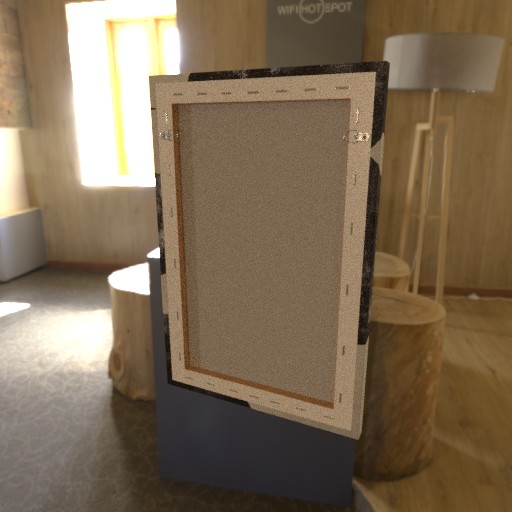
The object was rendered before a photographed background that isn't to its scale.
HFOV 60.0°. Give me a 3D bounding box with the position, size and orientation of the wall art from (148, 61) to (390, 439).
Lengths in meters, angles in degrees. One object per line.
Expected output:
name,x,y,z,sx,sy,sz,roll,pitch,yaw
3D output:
wall art,0.000,0.000,1.173,0.610,0.915,0.041,8,18,25
